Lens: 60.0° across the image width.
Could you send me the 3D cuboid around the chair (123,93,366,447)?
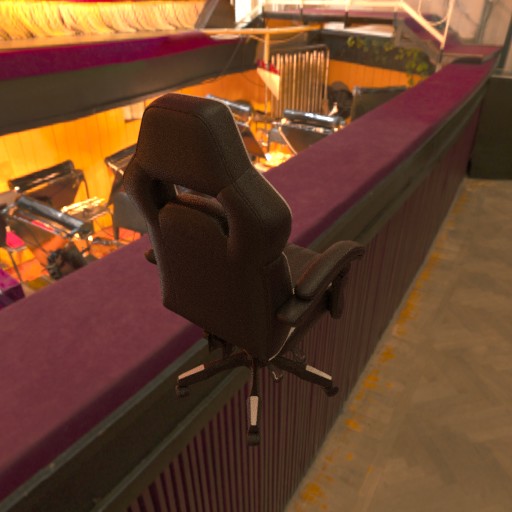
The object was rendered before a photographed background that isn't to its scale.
[{"bbox_3d":[0.000,0.000,1.611,0.676,1.200,0.700,21,37,31],"label":"chair"}]
